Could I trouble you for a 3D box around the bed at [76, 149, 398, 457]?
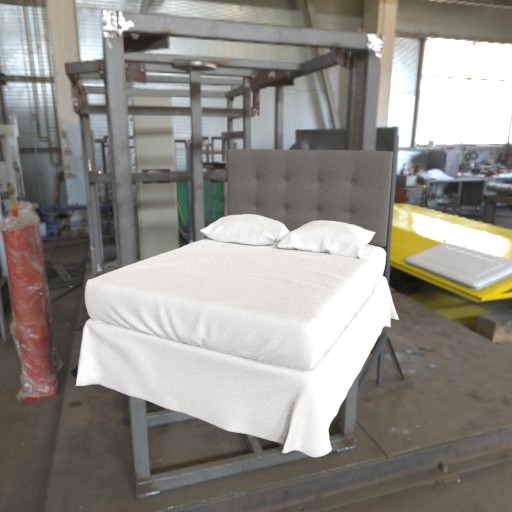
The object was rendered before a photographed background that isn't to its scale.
[{"bbox_3d":[0.000,0.000,3.475,1.936,1.577,2.222,7,17,26],"label":"bed"}]
